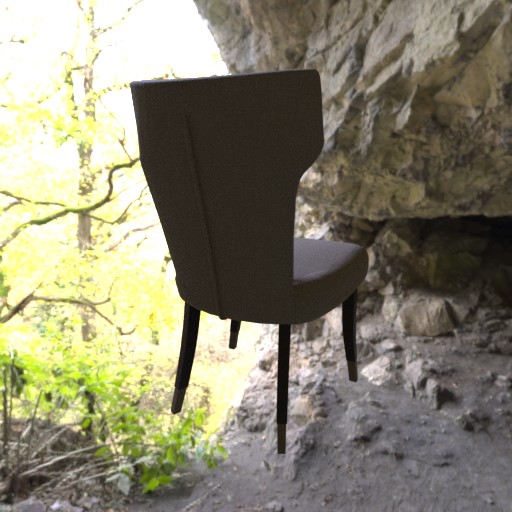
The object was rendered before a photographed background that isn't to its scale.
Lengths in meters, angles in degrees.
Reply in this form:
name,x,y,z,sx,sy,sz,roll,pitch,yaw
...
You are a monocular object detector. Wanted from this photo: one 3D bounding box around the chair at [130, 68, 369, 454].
name,x,y,z,sx,sy,sz,roll,pitch,yaw
chair,0.000,0.000,1.303,0.526,0.955,0.630,8,18,28
